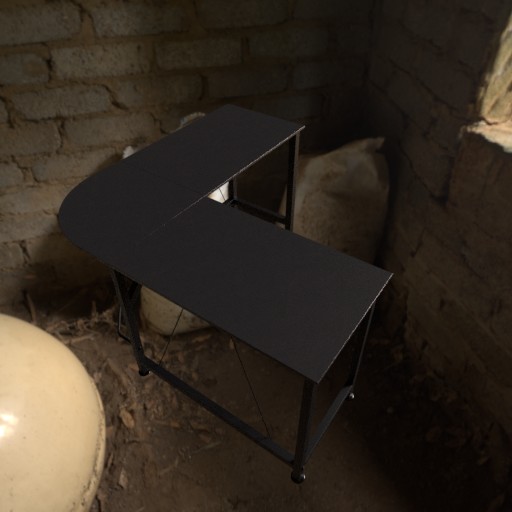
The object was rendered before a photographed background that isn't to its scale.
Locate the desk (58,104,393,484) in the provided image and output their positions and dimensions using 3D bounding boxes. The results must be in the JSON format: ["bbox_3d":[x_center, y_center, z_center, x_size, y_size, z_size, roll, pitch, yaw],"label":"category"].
[{"bbox_3d":[0.000,0.000,2.209,1.400,0.762,1.400,25,47,26],"label":"desk"}]
